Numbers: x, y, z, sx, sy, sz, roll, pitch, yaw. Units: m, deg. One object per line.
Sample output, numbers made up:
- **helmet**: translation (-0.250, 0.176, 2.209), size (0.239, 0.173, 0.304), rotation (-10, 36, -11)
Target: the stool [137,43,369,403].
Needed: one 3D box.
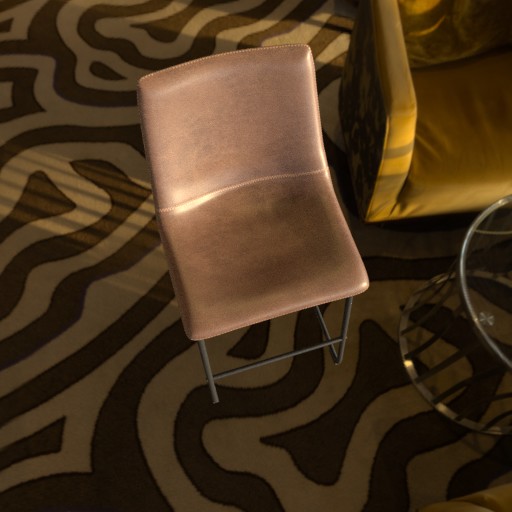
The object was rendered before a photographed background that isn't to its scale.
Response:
- **stool**: translation (0.000, 0.000, 1.217), size (0.460, 0.890, 0.550), rotation (-15, 64, -8)
